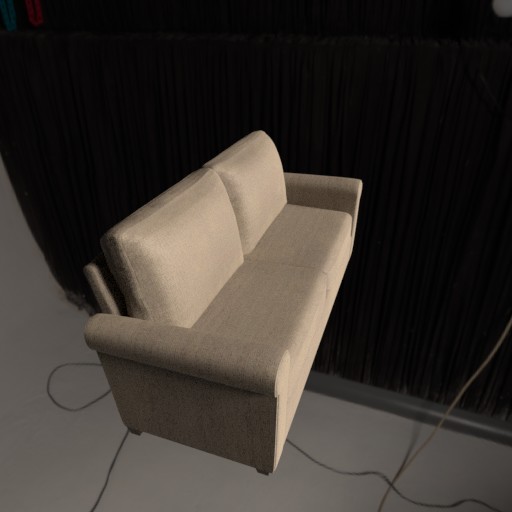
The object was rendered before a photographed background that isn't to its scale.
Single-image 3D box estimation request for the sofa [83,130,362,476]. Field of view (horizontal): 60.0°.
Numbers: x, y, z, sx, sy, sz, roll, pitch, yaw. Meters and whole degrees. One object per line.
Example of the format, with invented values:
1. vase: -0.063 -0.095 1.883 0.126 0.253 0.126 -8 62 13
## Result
1. sofa: 0.000 0.000 2.388 0.842 0.942 1.935 10 31 17
